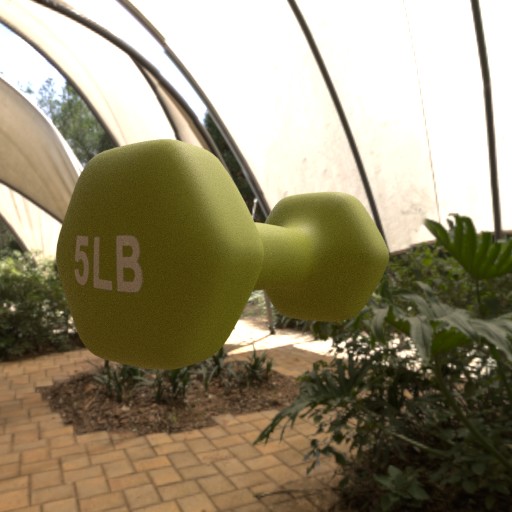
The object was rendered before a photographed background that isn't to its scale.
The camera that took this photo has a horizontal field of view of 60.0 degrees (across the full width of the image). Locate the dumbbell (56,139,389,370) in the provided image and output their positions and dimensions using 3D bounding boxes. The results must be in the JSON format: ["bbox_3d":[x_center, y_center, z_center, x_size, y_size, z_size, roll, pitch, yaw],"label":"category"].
[{"bbox_3d":[0.000,0.000,0.201,0.080,0.072,0.164,0,-1,35],"label":"dumbbell"}]
